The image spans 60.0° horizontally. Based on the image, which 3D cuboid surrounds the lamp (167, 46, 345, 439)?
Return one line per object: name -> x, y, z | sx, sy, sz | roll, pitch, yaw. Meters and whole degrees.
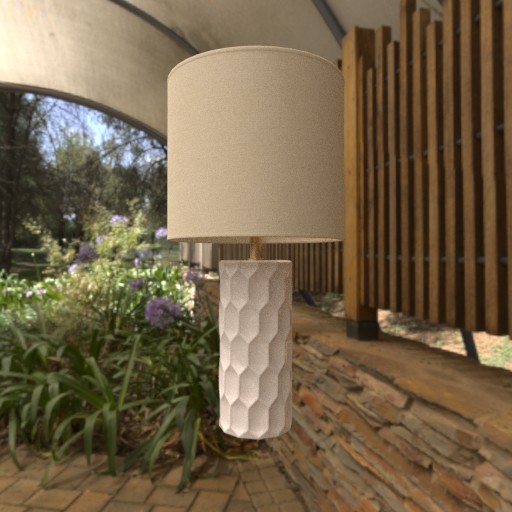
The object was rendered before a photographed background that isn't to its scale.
lamp -> 0.000, 0.000, 0.703 | 0.277, 0.537, 0.277 | 0, 0, -20
